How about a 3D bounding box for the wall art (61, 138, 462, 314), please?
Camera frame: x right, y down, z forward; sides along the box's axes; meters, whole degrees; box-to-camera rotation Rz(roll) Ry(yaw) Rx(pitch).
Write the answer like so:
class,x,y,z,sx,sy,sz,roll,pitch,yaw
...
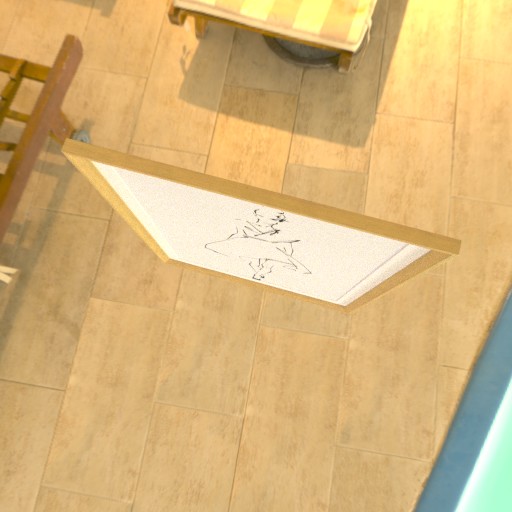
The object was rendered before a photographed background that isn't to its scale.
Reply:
class,x,y,z,sx,sy,sz,roll,pitch,yaw
wall art,0.000,0.000,1.346,0.798,1.002,0.030,15,77,4
